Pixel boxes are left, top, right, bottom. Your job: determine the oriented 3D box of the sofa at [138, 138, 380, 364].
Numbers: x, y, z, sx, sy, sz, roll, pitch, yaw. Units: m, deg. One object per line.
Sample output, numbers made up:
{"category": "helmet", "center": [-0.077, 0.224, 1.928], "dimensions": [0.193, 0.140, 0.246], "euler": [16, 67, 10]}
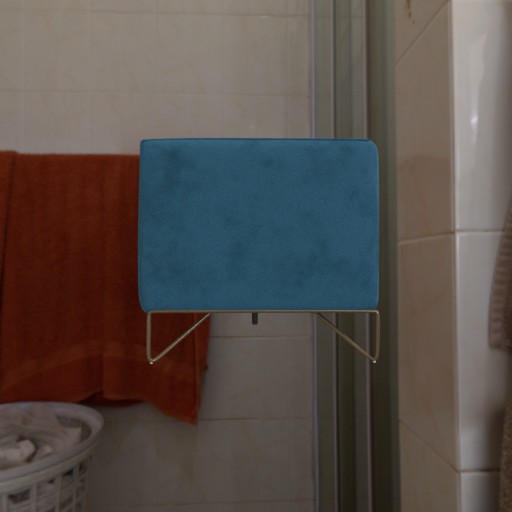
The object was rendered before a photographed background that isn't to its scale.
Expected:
{"category": "sofa", "center": [0.000, 0.000, 2.559], "dimensions": [0.867, 0.789, 2.087], "euler": [0, -1, -1]}
